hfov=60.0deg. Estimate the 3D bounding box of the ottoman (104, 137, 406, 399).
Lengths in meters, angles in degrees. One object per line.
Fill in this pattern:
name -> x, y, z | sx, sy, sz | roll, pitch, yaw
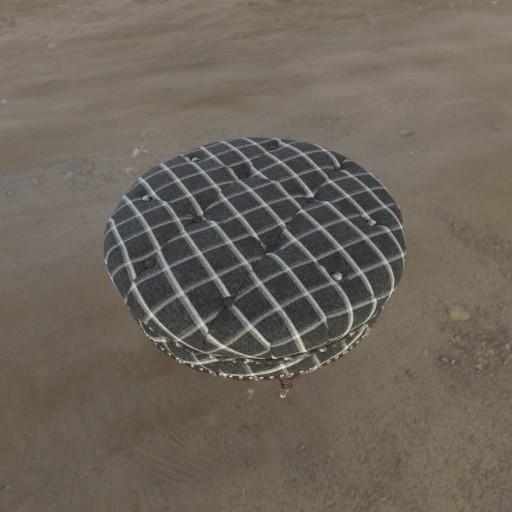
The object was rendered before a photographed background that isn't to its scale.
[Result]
ottoman -> 0.000, 0.000, 1.438 | 0.901, 0.439, 0.901 | 0, 45, 0
